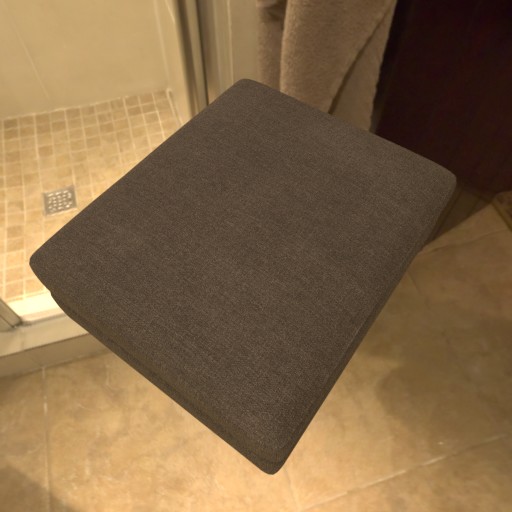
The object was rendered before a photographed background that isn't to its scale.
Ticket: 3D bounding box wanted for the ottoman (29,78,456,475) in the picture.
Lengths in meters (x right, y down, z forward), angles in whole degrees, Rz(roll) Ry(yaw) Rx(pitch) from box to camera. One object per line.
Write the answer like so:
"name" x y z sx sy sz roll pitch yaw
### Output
"ottoman" 0.000 0.000 1.190 0.693 0.474 0.821 31 63 19
